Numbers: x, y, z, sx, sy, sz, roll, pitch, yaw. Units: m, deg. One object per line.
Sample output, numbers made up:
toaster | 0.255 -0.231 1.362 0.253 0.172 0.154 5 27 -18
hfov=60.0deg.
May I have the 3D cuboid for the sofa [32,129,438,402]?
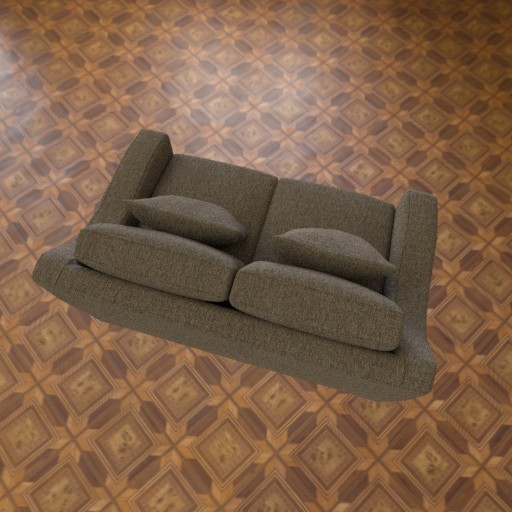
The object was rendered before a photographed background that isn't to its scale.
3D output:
sofa | 0.000 0.000 2.355 1.778 0.991 1.120 15 65 7
